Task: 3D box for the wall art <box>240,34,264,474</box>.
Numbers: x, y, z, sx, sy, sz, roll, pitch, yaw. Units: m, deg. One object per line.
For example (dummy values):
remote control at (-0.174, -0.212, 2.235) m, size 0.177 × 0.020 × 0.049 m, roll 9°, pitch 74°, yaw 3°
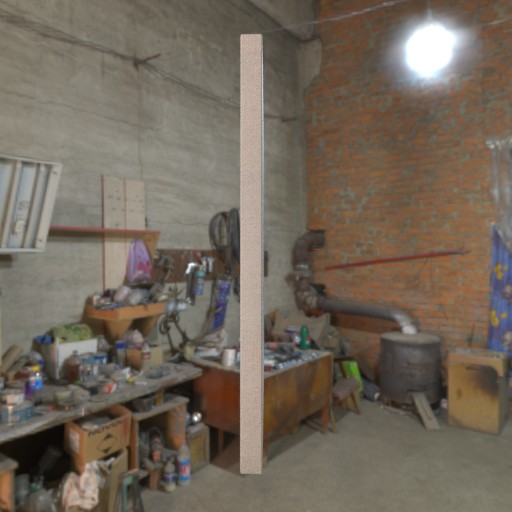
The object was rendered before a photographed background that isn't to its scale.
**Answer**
wall art at (0.000, 0.000, 1.147) m, size 0.038 × 0.762 × 0.762 m, roll 0°, pitch -1°, yaw 1°
